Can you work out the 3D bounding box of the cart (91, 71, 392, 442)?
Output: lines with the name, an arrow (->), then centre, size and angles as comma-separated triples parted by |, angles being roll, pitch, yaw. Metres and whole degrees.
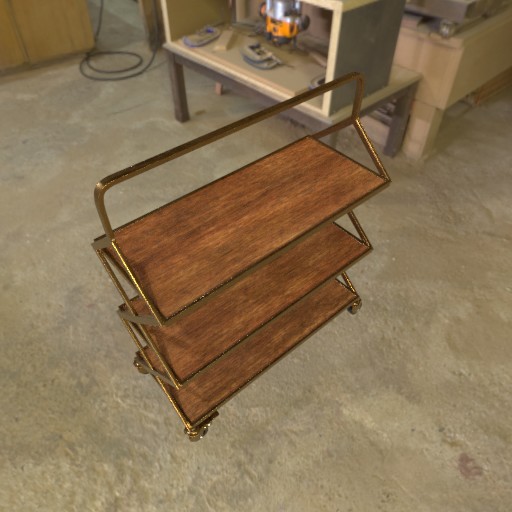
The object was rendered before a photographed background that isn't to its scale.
cart -> 0.000, 0.000, 1.175 | 0.723, 0.805, 0.313 | -32, 54, -27
